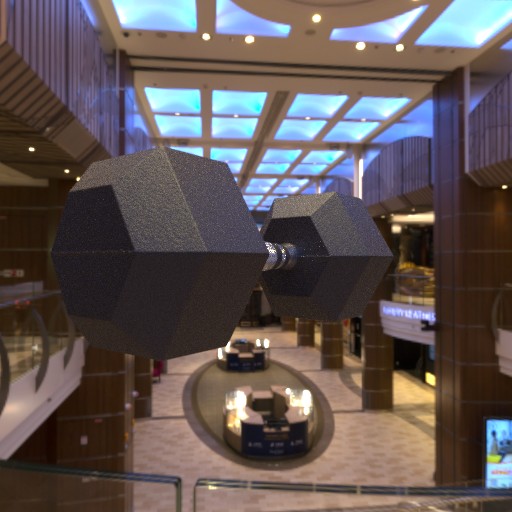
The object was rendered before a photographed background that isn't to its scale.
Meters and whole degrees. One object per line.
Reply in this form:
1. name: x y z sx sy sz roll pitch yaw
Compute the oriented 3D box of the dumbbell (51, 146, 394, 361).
1. dumbbell: 0.000 0.000 0.462 0.173 0.150 0.384 -1 -1 38
